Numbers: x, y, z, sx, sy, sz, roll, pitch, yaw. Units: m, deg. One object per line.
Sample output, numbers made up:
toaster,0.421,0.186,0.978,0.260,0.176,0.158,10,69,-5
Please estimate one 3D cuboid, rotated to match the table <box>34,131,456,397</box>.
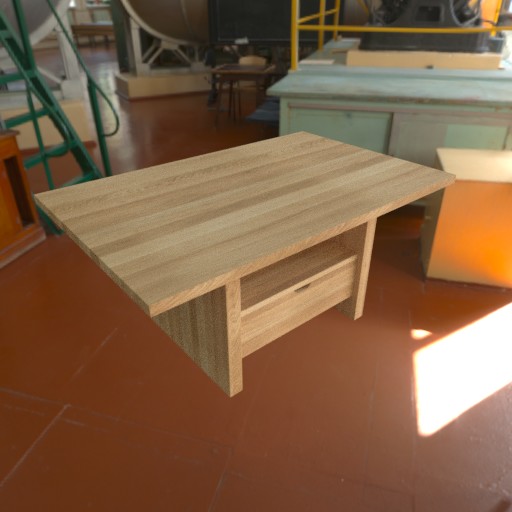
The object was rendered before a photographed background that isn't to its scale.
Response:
table,0.000,0.000,1.487,1.100,0.510,0.700,-23,37,-33
